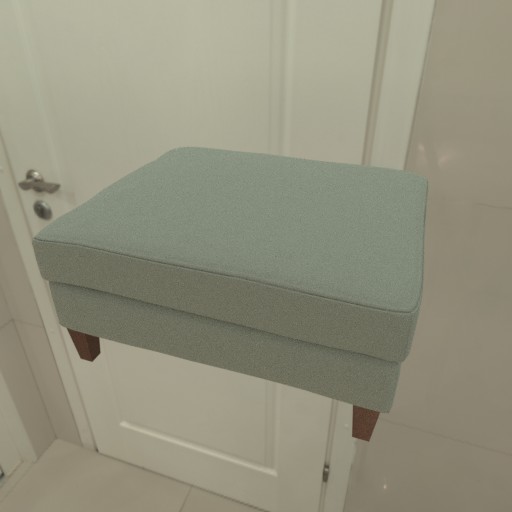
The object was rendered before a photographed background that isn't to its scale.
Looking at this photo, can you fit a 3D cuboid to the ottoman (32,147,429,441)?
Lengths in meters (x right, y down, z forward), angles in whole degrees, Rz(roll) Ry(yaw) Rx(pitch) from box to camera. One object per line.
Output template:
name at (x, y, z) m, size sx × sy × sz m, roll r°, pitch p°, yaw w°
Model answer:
ottoman at (0.000, 0.000, 1.448) m, size 0.991 × 0.494 × 0.842 m, roll 10°, pitch 33°, yaw 17°
